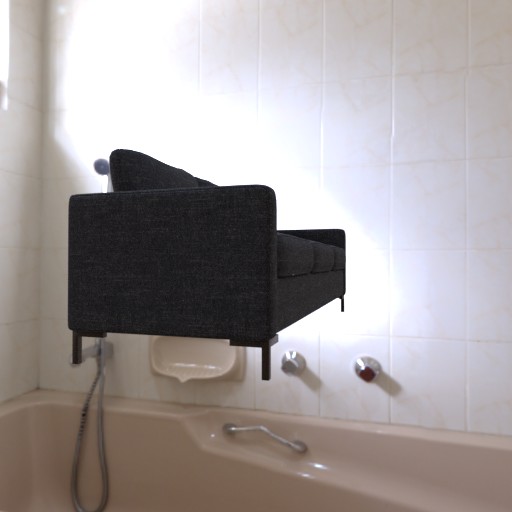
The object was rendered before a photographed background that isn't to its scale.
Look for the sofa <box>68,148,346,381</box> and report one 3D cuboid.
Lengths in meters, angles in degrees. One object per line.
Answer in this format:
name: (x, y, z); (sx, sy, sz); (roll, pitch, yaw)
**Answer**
sofa: (0.000, 0.000, 2.658); (0.859, 0.874, 2.218); (0, -1, 18)
